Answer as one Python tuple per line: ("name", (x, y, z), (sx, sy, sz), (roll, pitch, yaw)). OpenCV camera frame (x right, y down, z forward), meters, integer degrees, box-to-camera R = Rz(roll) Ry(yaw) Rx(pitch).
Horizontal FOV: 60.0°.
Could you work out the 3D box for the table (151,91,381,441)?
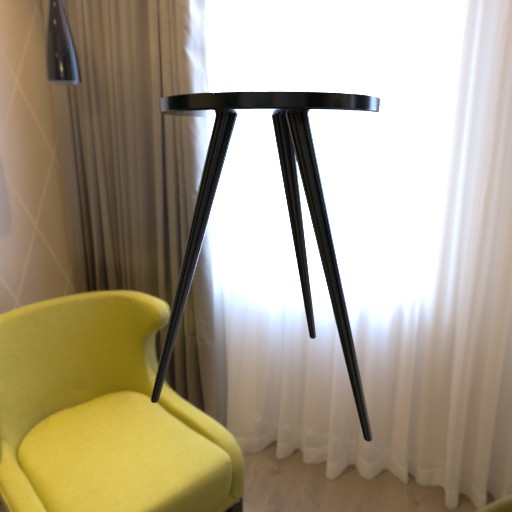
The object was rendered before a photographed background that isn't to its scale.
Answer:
("table", (0.000, 0.000, 0.826), (0.415, 0.548, 0.403), (-3, 16, -9))
